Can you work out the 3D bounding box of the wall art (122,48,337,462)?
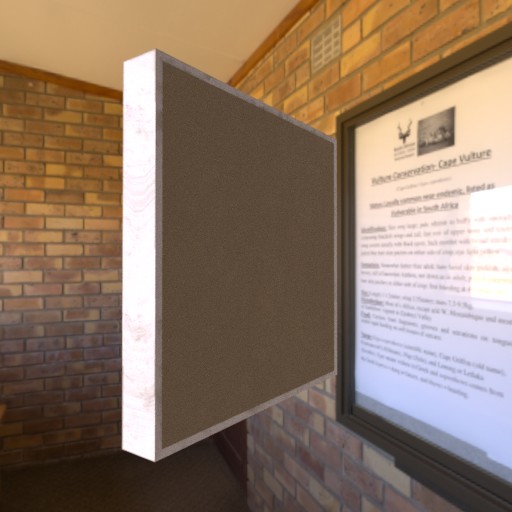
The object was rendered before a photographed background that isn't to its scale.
[{"bbox_3d":[0.000,0.000,0.459,0.038,0.303,0.305,0,-1,36],"label":"wall art"}]
